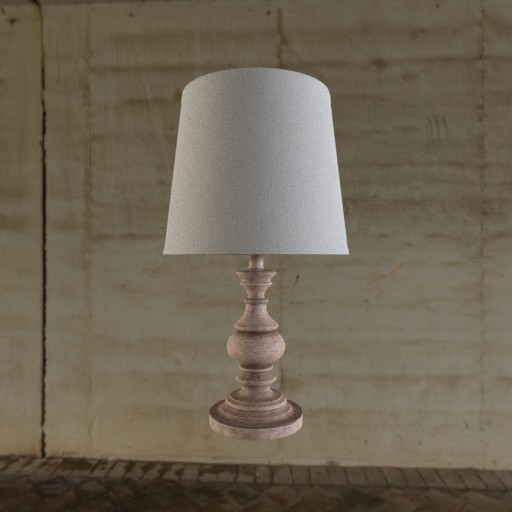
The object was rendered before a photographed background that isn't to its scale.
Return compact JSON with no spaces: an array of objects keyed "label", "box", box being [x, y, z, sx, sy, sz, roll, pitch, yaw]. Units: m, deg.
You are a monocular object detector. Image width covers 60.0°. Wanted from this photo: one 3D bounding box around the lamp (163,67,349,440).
[{"label":"lamp","box":[0.000,0.000,0.665,0.273,0.497,0.273,0,0,0]}]
